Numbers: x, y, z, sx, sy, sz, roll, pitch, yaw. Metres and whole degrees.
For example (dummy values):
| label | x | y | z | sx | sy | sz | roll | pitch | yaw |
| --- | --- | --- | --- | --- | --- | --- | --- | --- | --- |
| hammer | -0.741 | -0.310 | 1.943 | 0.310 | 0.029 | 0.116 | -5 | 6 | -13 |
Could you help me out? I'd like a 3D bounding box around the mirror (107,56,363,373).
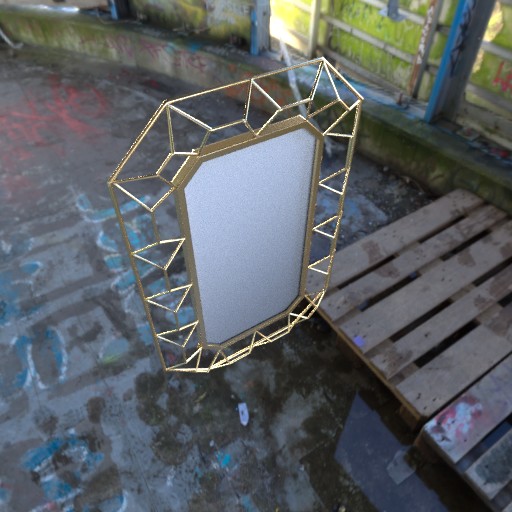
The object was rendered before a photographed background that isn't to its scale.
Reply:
| label | x | y | z | sx | sy | sz | roll | pitch | yaw |
| --- | --- | --- | --- | --- | --- | --- | --- | --- | --- |
| mirror | 0.000 | 0.000 | 1.076 | 0.572 | 0.870 | 0.051 | -24 | 51 | -21 |
